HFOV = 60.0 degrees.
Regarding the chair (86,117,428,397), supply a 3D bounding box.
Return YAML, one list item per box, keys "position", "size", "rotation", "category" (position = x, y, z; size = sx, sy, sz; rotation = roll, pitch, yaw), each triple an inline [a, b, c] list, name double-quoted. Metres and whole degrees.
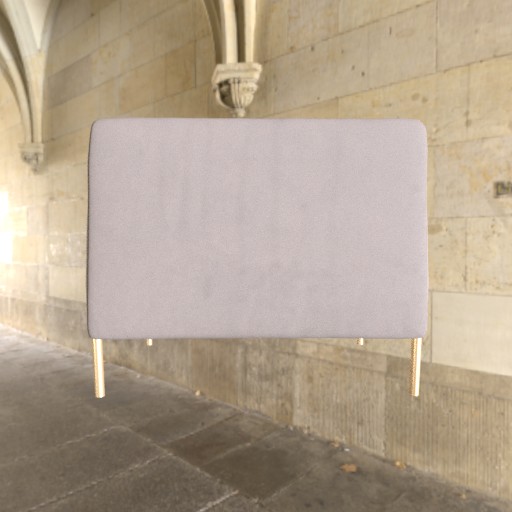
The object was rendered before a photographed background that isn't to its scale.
- position: [0.000, 0.000, 1.599]
  size: [0.981, 0.779, 0.873]
  rotation: [0, 1, -1]
  category: "chair"
